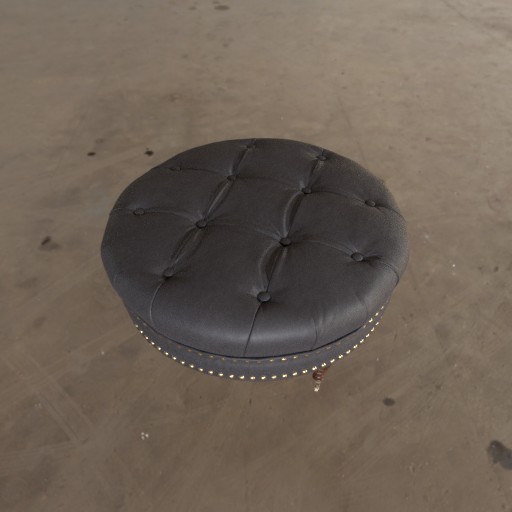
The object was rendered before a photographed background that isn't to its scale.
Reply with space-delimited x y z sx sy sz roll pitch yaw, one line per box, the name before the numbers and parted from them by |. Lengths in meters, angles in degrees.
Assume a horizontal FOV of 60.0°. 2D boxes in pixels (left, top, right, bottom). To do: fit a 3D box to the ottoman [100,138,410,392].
ottoman | 0.000 0.000 1.410 0.901 0.439 0.901 0 43 0
